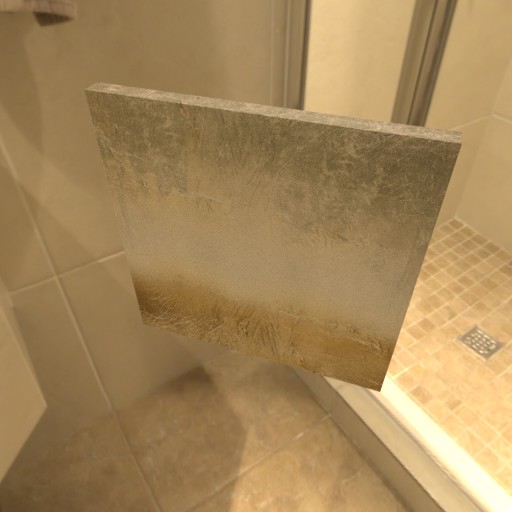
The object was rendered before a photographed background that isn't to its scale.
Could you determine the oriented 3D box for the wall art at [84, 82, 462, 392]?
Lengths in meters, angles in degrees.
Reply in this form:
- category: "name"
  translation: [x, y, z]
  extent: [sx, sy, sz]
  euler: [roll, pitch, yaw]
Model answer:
- category: "wall art"
  translation: [0.000, 0.000, 0.895]
  extent: [0.610, 0.610, 0.038]
  euler: [13, 42, 14]
